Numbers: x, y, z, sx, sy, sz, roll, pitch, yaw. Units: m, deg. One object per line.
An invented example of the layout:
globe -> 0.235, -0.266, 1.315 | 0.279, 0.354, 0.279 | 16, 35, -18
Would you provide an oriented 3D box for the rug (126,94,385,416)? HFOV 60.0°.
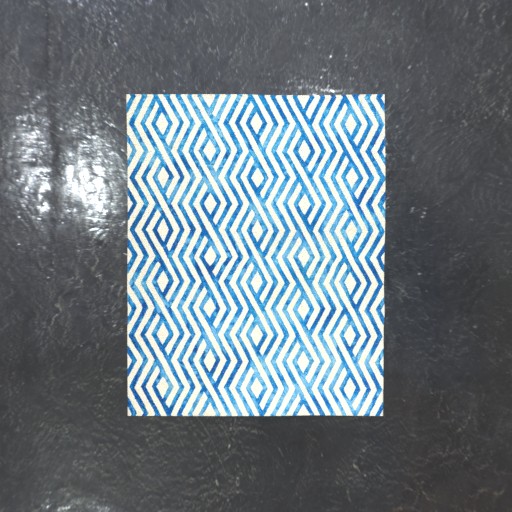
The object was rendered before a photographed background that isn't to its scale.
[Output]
rug -> 0.000, 0.000, 4.216 | 2.453, 0.008, 3.059 | 0, 91, 0
